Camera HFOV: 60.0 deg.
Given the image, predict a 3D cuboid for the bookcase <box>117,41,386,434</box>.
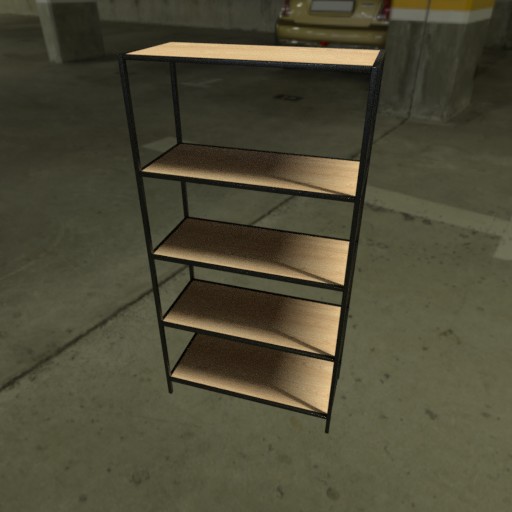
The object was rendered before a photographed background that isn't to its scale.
[{"bbox_3d":[0.000,0.000,1.778,0.770,1.500,0.350,9,33,14],"label":"bookcase"}]
